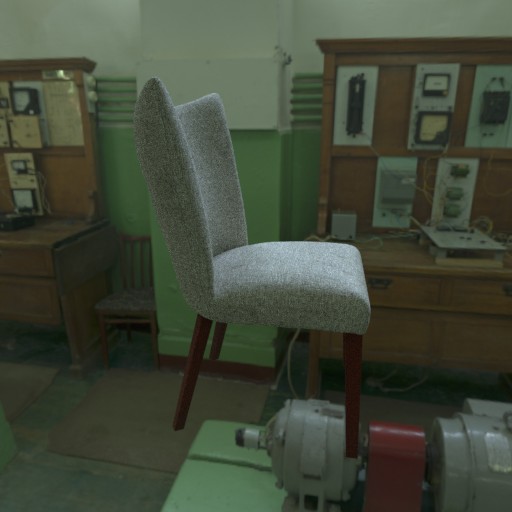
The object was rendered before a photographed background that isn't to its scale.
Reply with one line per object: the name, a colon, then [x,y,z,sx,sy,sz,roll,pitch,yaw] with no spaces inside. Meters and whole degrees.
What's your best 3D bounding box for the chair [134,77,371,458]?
chair: [0.000,0.000,1.282,0.623,0.924,0.535,3,17,9]
